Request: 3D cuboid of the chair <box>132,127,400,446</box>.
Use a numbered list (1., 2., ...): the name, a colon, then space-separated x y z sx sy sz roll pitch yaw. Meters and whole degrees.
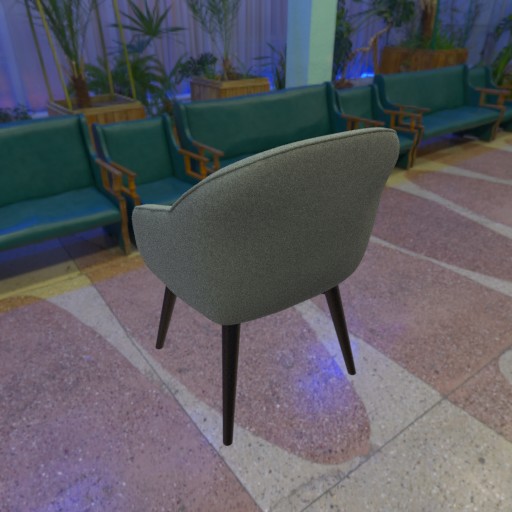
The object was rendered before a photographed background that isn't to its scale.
1. chair: 0.000 0.000 1.251 0.589 0.810 0.611 -19 35 -29
